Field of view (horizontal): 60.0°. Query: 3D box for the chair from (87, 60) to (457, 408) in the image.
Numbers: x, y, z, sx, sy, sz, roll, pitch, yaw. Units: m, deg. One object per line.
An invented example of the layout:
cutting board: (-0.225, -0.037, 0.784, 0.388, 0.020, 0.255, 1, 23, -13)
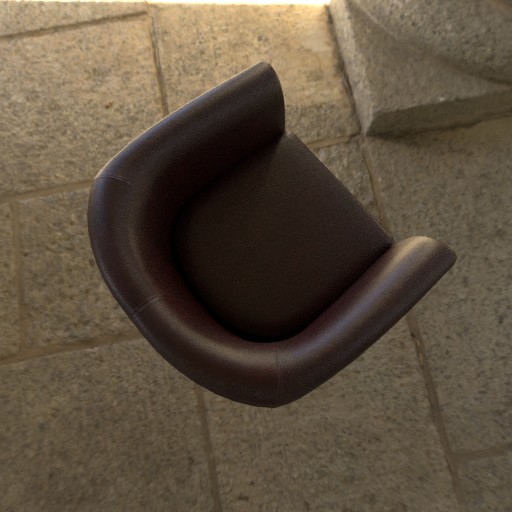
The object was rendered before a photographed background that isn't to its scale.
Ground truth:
chair: (0.000, 0.000, 1.379, 0.727, 0.756, 0.792, -39, 79, -9)
